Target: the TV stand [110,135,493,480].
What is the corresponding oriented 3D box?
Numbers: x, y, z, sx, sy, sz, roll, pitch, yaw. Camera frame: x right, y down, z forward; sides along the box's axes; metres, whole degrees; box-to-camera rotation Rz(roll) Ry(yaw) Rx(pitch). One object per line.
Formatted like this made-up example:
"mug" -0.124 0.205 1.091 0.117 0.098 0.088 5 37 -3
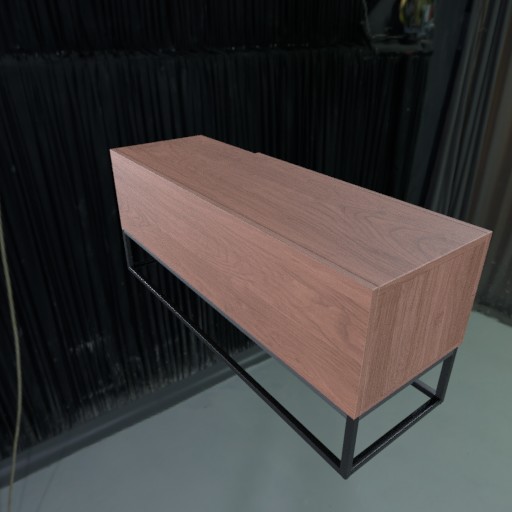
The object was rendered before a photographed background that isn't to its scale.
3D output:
"TV stand" 0.000 0.000 1.402 0.415 0.500 1.200 -19 33 -32
